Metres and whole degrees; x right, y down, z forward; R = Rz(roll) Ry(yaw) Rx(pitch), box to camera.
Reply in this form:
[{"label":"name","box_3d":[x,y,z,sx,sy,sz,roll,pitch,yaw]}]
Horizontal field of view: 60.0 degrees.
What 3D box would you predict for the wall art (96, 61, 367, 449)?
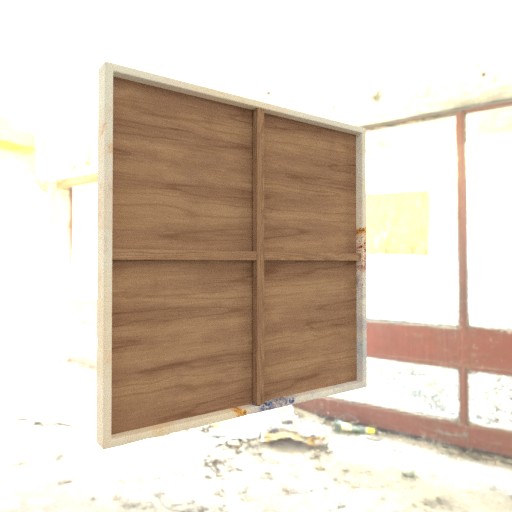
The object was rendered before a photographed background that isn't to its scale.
[{"label":"wall art","box_3d":[0.000,0.000,1.540,1.061,1.061,0.071,1,-1,-35]}]
